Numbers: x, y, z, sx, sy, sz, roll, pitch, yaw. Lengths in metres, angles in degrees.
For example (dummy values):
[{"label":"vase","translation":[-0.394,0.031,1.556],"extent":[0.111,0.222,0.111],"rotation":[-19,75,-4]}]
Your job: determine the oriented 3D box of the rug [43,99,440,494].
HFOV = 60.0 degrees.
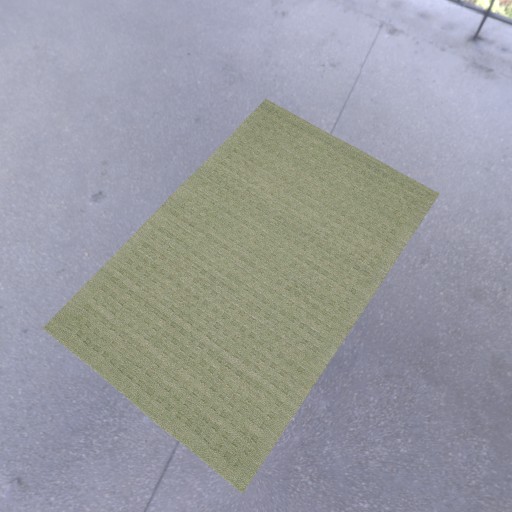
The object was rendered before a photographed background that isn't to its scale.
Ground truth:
[{"label":"rug","translation":[0.000,0.000,2.190],"extent":[1.143,0.006,1.747],"rotation":[33,69,15]}]
